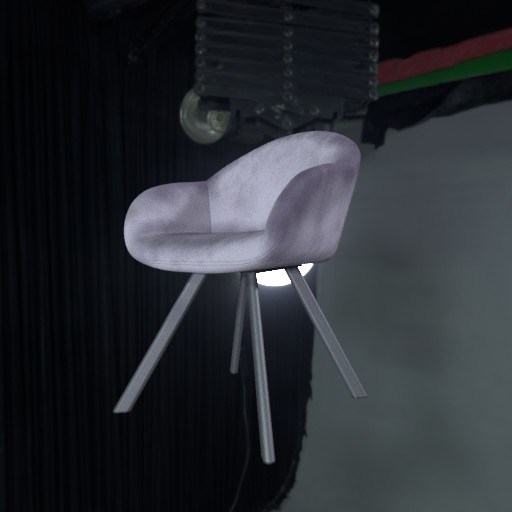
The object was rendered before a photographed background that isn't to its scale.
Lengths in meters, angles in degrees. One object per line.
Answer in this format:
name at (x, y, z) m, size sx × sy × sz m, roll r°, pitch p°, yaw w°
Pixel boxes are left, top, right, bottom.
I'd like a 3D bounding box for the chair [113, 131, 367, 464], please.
chair at (0.000, 0.000, 1.228) m, size 0.550 × 0.795 × 0.590 m, roll 0°, pitch 1°, yaw 36°
